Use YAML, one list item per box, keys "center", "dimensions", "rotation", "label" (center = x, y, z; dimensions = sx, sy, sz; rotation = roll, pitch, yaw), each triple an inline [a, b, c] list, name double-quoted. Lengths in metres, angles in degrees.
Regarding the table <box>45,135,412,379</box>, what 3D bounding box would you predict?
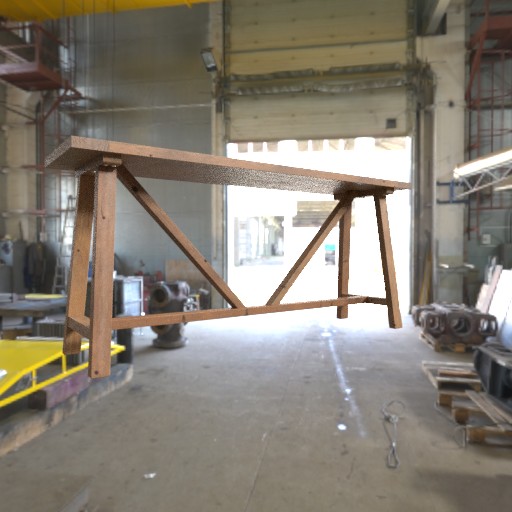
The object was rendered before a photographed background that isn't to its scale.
- center: [0.000, 0.000, 2.159]
  dimensions: [1.800, 0.810, 0.465]
  rotation: [-1, 1, -35]
  label: "table"
